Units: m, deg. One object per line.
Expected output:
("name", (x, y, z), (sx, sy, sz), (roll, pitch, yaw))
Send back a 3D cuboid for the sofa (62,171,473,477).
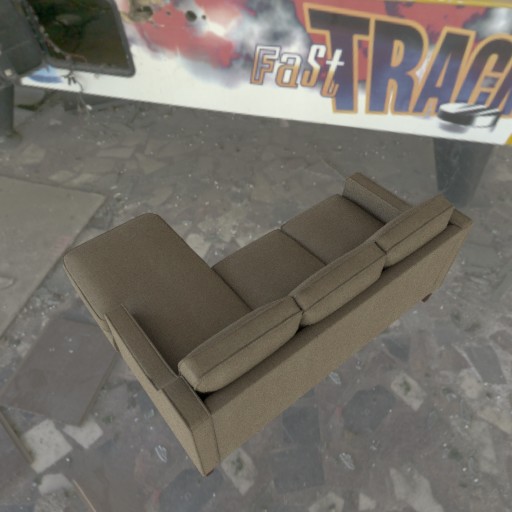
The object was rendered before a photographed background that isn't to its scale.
("sofa", (0.000, 0.000, 3.264), (2.317, 1.081, 1.858), (-31, 55, -25))
